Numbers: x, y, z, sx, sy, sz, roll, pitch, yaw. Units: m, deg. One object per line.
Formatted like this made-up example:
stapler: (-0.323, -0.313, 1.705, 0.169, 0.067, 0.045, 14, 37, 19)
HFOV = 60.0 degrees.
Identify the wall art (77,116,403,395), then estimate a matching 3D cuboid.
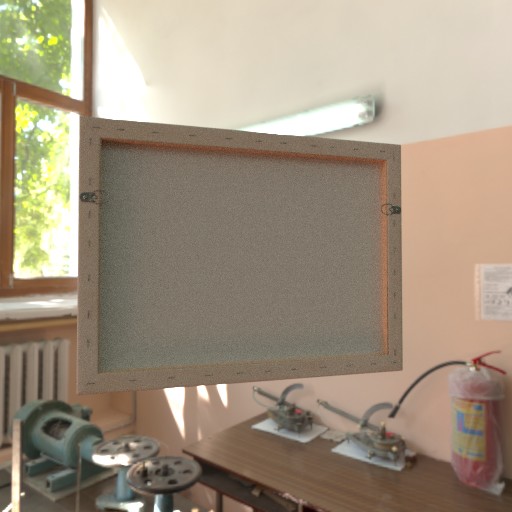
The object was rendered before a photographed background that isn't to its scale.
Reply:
wall art: (0.000, 0.000, 1.631, 1.219, 0.912, 0.042, 0, -1, -16)
